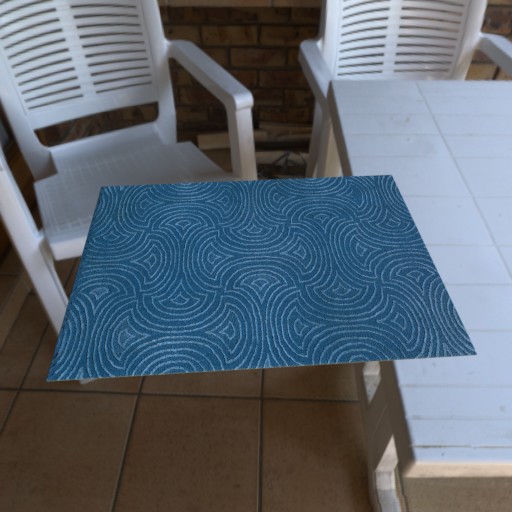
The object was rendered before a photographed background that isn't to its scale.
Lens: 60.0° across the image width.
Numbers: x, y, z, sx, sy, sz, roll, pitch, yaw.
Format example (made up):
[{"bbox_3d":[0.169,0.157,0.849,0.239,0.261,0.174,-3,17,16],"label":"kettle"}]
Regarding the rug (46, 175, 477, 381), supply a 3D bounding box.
[{"bbox_3d":[0.000,0.000,2.732,2.144,0.015,1.543,-3,46,-3],"label":"rug"}]
